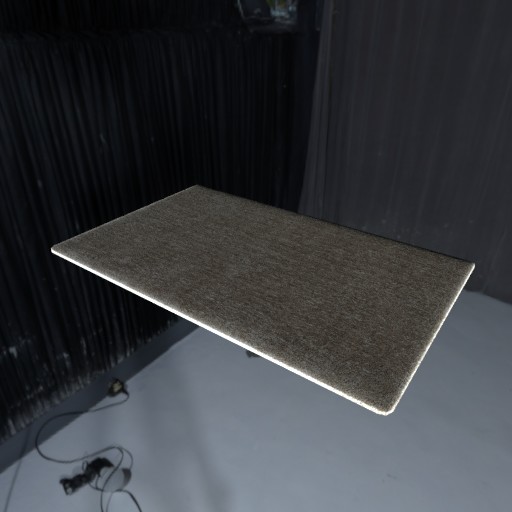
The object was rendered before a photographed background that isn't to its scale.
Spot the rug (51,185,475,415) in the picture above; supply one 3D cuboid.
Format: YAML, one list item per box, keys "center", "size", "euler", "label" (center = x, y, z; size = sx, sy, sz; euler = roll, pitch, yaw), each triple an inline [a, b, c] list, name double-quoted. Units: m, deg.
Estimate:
- center: [0.000, 0.000, 3.003]
  size: [2.469, 0.024, 1.539]
  euler: [20, 35, 30]
  label: "rug"
